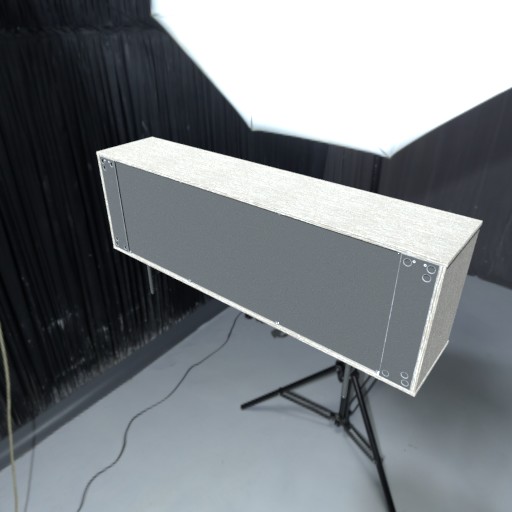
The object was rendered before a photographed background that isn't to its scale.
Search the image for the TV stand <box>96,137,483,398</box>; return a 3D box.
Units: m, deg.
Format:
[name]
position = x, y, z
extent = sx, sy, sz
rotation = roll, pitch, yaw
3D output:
[TV stand]
position = 0.000, 0.000, 2.154
extent = 1.804, 0.787, 0.405
rotation = 22, 36, 33
